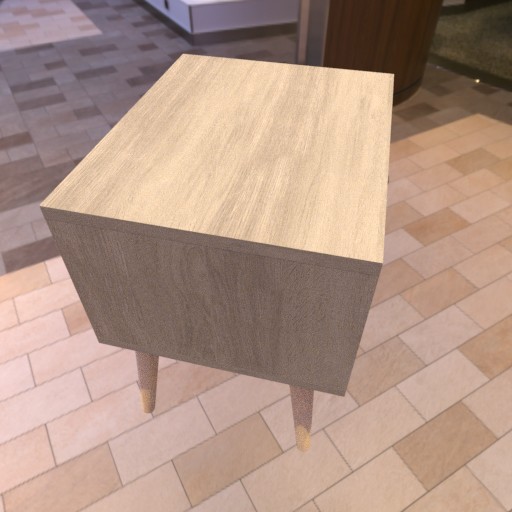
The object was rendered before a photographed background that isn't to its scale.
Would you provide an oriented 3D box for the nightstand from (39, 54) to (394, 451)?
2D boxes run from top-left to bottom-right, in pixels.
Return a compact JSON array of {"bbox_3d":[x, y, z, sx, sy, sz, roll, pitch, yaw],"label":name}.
[{"bbox_3d":[0.000,0.000,0.786,0.380,0.500,0.450,10,46,10],"label":"nightstand"}]
